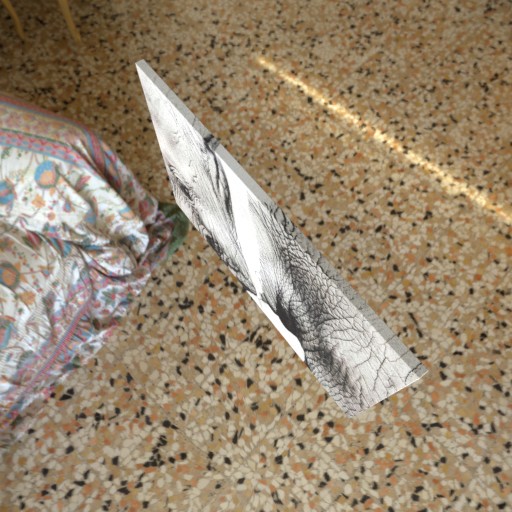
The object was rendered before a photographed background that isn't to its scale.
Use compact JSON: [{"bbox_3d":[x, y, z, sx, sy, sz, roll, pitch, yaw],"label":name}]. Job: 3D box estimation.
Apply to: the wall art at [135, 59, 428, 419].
[{"bbox_3d":[0.000,0.000,1.159,0.023,0.607,0.914,-34,69,-15],"label":"wall art"}]
